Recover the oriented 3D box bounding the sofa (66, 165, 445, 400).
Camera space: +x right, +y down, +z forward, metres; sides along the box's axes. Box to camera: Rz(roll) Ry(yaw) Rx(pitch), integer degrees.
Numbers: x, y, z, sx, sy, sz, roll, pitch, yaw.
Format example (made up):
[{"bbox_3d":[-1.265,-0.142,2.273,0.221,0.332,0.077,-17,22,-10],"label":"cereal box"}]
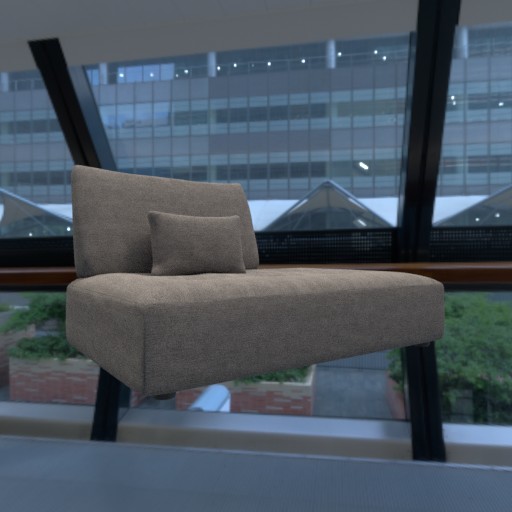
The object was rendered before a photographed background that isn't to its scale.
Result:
[{"bbox_3d":[0.000,0.000,2.010,1.450,0.820,1.002,0,1,-35],"label":"sofa"}]
